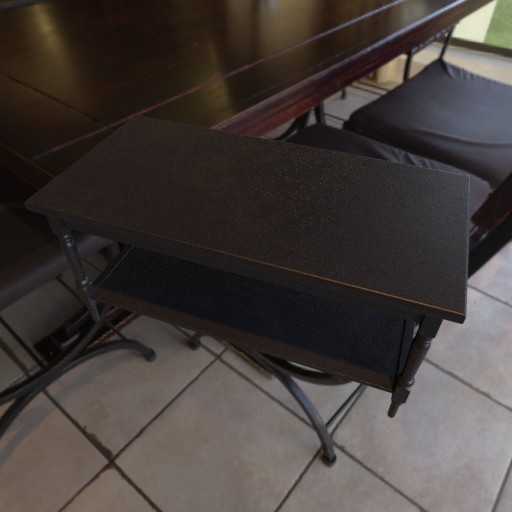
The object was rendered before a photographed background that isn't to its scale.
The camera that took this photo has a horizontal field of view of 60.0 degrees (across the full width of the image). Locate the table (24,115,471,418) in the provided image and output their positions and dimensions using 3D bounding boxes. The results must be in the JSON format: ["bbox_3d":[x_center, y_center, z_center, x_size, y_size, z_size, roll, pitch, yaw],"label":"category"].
[{"bbox_3d":[0.000,0.000,1.390,1.107,0.510,0.550,14,45,15],"label":"table"}]
